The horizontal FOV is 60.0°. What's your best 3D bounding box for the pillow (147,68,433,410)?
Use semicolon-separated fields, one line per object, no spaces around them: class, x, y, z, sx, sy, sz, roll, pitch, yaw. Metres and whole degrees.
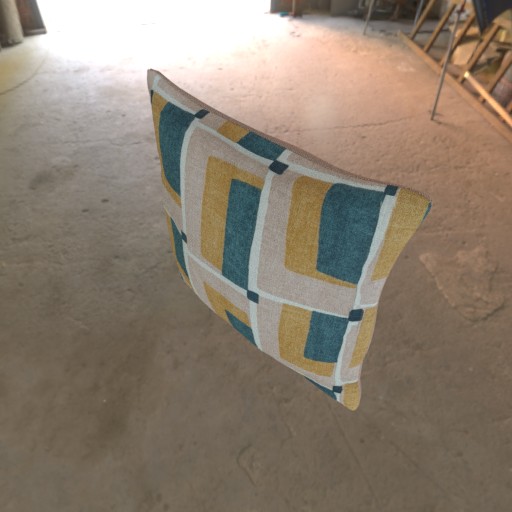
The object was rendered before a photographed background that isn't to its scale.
pillow;0.000;0.000;0.731;0.478;0.479;0.158;34;54;29
